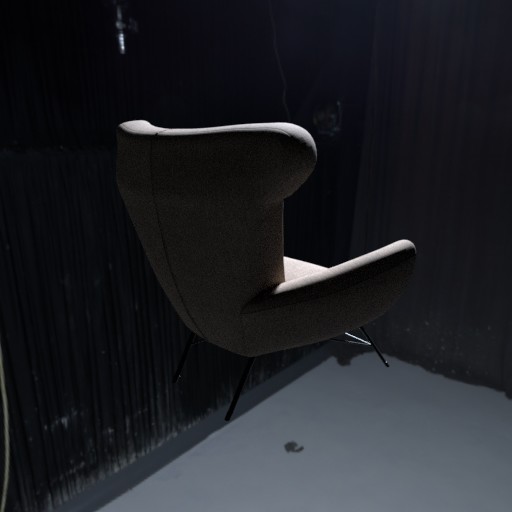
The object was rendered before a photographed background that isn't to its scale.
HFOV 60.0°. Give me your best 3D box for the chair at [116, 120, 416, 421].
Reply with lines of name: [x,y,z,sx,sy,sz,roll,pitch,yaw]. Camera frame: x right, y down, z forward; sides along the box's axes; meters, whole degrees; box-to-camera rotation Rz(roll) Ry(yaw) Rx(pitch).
chair: [0.000,0.000,1.775,0.980,1.040,0.900,16,23,42]
